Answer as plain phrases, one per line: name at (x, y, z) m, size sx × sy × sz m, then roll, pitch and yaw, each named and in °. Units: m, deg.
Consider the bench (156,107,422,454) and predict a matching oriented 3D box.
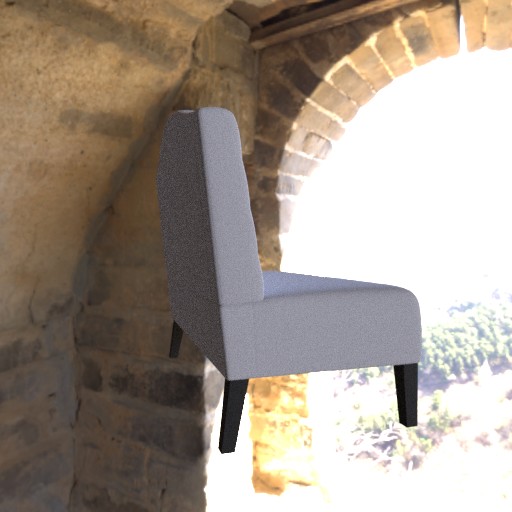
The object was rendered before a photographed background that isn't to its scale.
bench at (0.000, 0.000, 2.042) m, size 0.815 × 1.180 × 1.335 m, roll 0°, pitch 1°, yaw -18°
